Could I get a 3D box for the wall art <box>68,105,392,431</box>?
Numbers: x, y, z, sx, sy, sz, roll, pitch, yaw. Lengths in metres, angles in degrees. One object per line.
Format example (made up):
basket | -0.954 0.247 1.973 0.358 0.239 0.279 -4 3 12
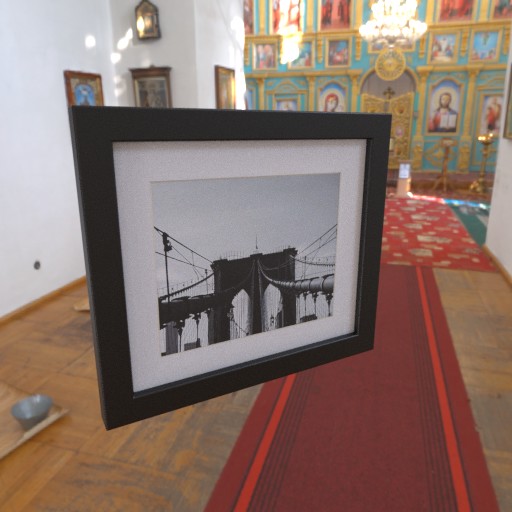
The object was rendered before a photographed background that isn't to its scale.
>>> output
wall art | 0.000 0.000 0.529 0.380 0.330 0.028 -9 18 -28
